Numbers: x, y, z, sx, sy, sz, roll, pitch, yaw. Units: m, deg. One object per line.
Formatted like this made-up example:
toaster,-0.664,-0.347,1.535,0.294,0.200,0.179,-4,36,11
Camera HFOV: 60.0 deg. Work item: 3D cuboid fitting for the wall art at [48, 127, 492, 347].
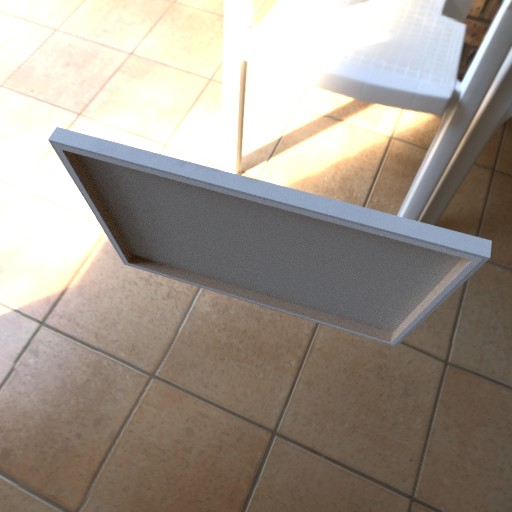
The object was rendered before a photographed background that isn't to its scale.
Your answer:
wall art,0.000,0.000,1.156,0.915,0.610,0.038,16,64,8
